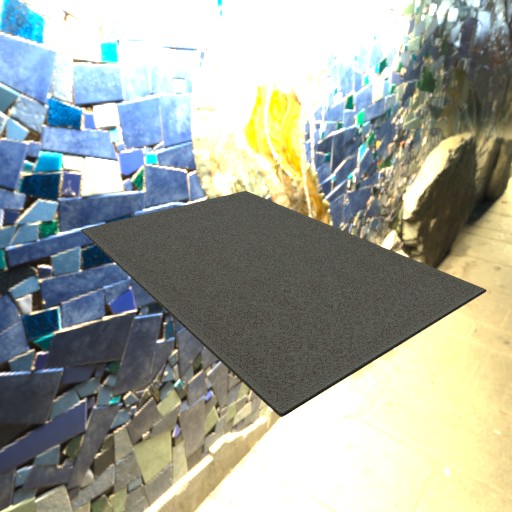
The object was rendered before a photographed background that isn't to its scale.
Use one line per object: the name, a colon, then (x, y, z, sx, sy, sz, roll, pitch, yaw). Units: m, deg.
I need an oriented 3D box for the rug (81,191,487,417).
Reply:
rug: (0.000, 0.000, 2.307, 1.219, 0.010, 1.829, -19, 32, -33)
